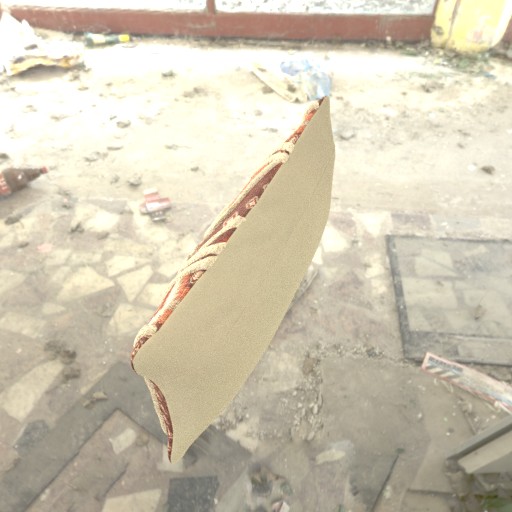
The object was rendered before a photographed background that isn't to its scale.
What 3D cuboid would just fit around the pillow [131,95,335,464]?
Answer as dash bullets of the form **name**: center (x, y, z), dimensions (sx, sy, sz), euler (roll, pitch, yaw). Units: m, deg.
- **pillow**: center (0.000, 0.000, 0.726), dimensions (0.161, 0.295, 0.608), euler (18, 50, 16)
